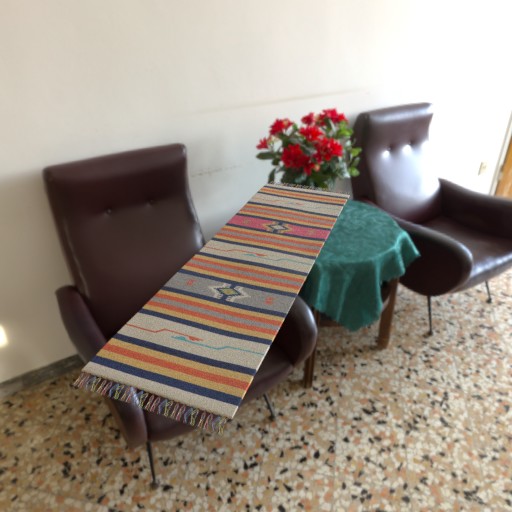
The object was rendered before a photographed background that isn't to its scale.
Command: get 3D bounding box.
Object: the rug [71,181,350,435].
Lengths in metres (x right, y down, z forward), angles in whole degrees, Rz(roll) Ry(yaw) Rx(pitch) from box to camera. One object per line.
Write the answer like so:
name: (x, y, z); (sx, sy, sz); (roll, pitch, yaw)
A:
rug: (0.000, 0.000, 2.681); (0.695, 0.017, 2.455); (11, 32, 18)
